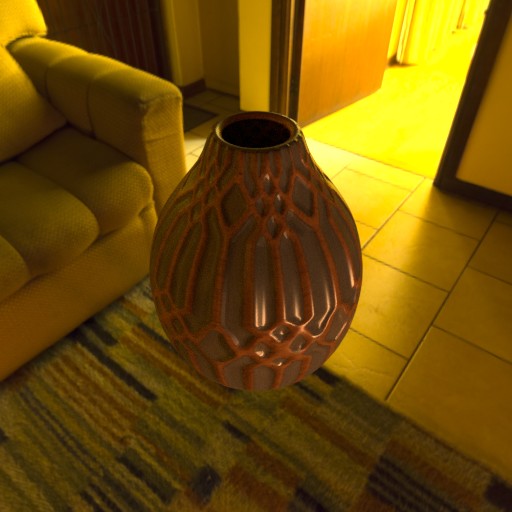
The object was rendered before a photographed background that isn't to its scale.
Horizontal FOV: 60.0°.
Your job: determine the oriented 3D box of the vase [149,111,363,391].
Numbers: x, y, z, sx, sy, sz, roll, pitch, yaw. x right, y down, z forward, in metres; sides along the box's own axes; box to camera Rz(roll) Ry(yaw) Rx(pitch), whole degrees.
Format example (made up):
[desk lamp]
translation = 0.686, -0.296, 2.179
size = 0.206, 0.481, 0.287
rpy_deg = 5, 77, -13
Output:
[vase]
translation = 0.000, 0.000, 0.143
size = 0.069, 0.088, 0.069
rpy_deg = 0, 42, 0
